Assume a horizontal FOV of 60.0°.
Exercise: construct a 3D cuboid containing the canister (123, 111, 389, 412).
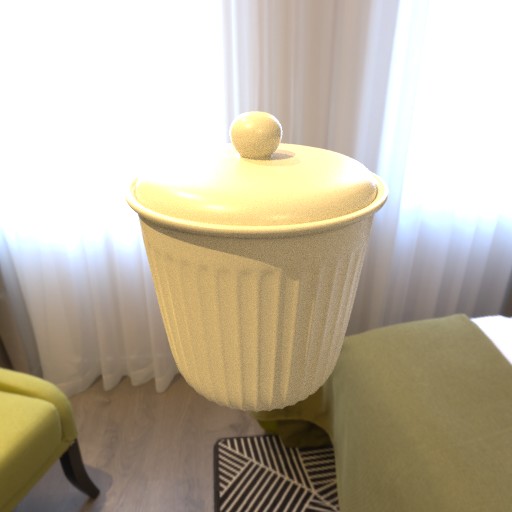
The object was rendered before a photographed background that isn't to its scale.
[{"bbox_3d":[0.000,0.000,0.338,0.181,0.211,0.181,0,26,0],"label":"canister"}]
